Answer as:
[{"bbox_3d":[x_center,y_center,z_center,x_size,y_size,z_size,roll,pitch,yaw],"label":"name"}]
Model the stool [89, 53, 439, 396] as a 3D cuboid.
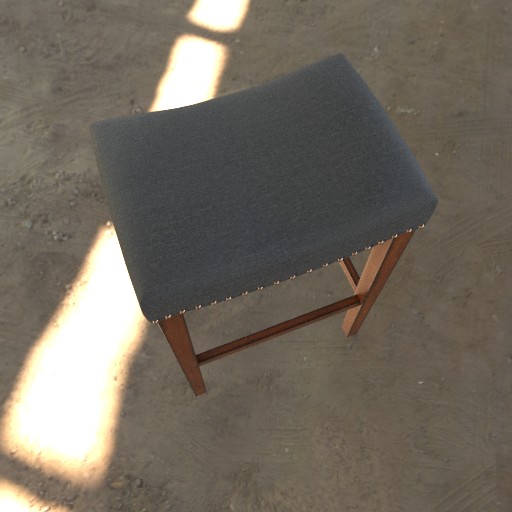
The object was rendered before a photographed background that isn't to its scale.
[{"bbox_3d":[0.000,0.000,1.020,0.502,0.748,0.366,-19,66,-9],"label":"stool"}]
